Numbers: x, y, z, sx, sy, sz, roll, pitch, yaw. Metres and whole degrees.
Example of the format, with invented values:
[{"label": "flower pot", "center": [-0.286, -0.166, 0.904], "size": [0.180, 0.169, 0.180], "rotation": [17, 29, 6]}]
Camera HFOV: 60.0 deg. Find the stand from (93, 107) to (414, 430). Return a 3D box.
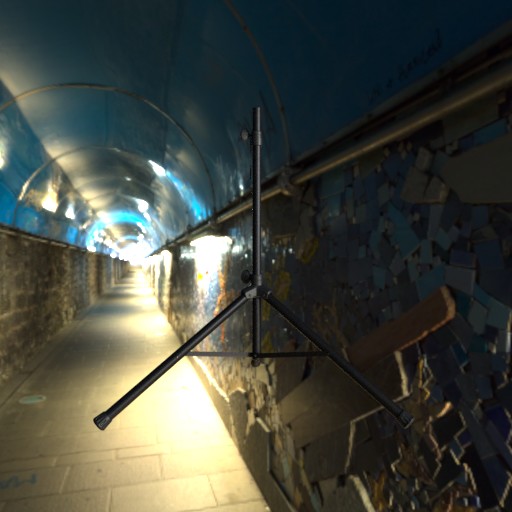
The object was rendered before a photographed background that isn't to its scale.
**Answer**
[{"label": "stand", "center": [0.000, 0.000, 1.861], "size": [1.045, 1.136, 0.907], "rotation": [0, -1, 1]}]
